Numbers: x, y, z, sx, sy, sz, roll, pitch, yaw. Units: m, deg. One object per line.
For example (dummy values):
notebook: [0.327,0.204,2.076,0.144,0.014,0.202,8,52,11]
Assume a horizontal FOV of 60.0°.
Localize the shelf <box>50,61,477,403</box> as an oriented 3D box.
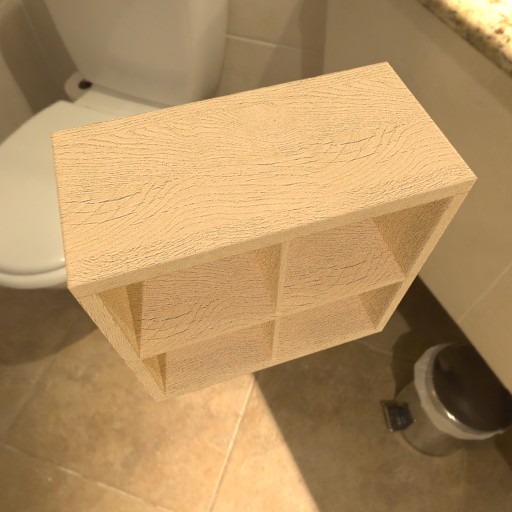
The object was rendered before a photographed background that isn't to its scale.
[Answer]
shelf: [0.000,0.000,1.240,0.790,0.786,0.390,-15,59,-9]
